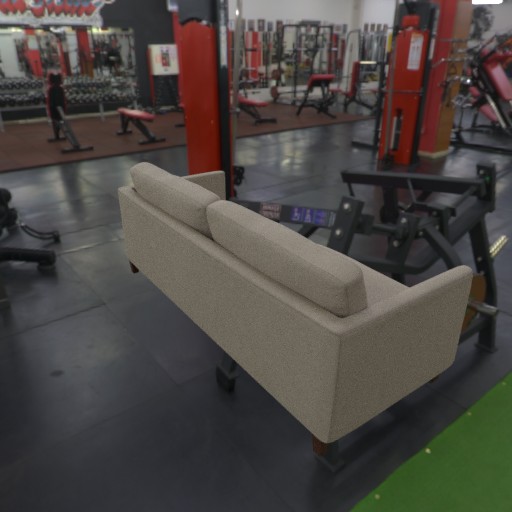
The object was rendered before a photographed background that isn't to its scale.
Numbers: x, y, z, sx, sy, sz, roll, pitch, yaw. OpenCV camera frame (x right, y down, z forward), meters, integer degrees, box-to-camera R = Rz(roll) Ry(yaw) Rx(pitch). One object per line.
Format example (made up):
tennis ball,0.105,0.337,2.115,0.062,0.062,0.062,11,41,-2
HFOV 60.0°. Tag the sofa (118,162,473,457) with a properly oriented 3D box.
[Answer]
sofa,0.000,0.000,2.888,0.988,0.912,2.404,-17,30,-32
